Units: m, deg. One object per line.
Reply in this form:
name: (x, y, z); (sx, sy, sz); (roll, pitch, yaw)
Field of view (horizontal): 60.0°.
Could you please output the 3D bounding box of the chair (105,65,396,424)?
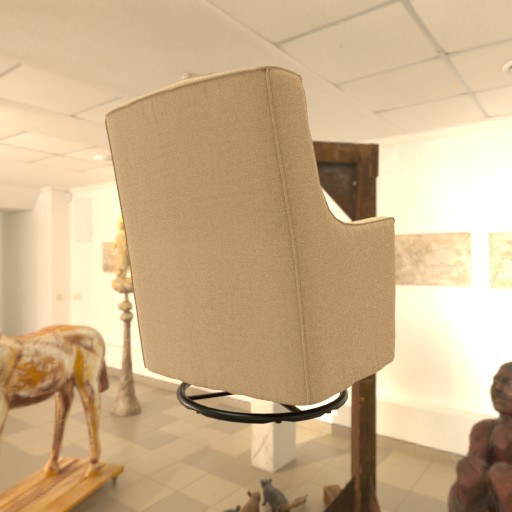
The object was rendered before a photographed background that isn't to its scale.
chair: (0.000, 0.000, 1.573); (0.732, 0.993, 0.879); (0, 0, 36)
